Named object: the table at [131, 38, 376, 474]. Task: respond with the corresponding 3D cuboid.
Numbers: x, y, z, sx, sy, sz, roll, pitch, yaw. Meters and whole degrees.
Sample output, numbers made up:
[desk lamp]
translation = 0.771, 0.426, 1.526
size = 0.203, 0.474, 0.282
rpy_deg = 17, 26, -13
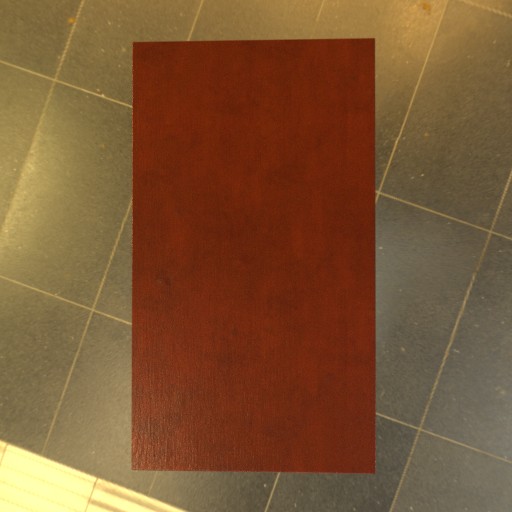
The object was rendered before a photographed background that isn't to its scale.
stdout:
[table]
translation = 0.000, 0.000, 1.191
size = 0.533, 0.456, 0.943
rpy_deg = 0, 90, 2
